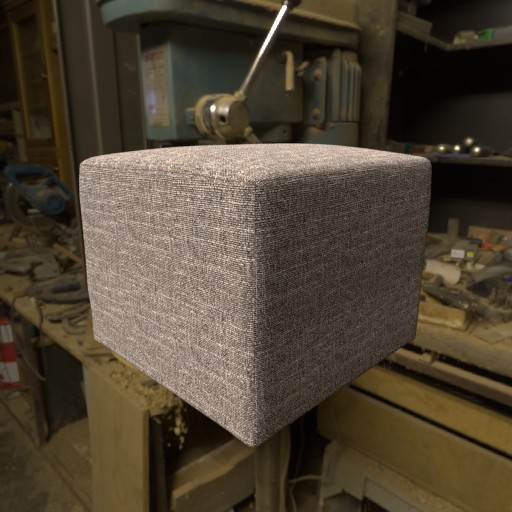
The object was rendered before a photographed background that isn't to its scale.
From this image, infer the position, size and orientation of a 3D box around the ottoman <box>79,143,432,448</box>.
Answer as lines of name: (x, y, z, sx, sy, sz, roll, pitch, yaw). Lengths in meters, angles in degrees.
ottoman: (0.000, 0.000, 0.927, 0.512, 0.453, 0.521, 15, 22, 43)
